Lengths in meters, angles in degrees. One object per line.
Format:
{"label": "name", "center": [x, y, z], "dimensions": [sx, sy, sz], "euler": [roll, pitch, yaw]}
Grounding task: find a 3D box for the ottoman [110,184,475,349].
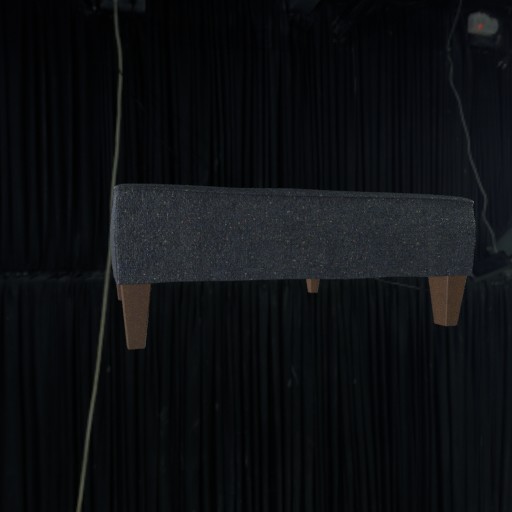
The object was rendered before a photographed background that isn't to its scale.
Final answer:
{"label": "ottoman", "center": [0.000, 0.000, 1.557], "dimensions": [0.968, 0.382, 1.004], "euler": [-1, 2, -19]}
